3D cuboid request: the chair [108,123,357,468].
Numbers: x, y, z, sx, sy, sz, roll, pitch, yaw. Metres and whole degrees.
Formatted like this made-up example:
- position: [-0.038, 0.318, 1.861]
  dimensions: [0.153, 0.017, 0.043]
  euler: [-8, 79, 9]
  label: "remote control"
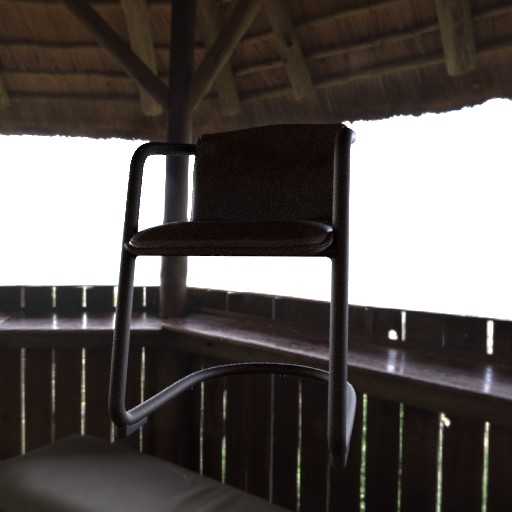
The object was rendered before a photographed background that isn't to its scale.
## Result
- position: [0.000, 0.000, 1.205]
  dimensions: [0.536, 0.836, 0.664]
  euler: [0, 1, 17]
  label: "chair"
